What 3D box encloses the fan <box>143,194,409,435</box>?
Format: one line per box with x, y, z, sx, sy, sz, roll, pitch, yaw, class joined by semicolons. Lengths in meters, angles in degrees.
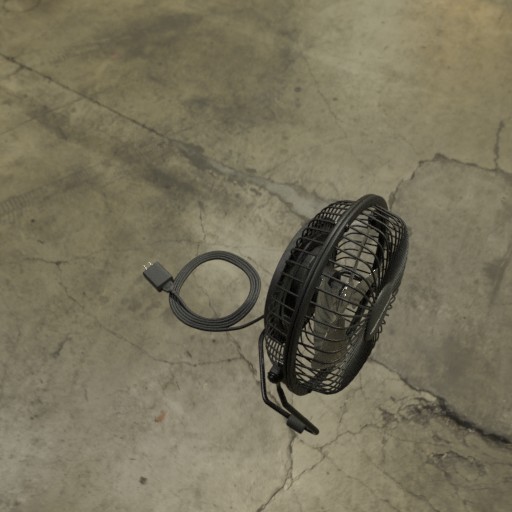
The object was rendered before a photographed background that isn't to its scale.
0.000;0.000;0.316;0.202;0.152;0.153;29;63;17;fan
